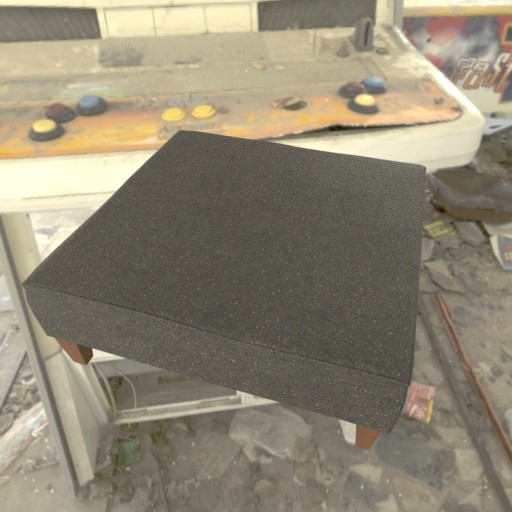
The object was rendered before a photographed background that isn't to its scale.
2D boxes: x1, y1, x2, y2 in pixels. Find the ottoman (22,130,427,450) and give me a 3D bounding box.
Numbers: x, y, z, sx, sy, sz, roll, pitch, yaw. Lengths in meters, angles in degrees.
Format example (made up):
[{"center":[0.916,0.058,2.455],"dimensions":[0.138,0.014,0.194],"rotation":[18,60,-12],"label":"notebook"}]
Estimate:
[{"center":[0.000,0.000,1.495],"dimensions":[1.004,0.382,0.968],"rotation":[12,42,13],"label":"ottoman"}]
